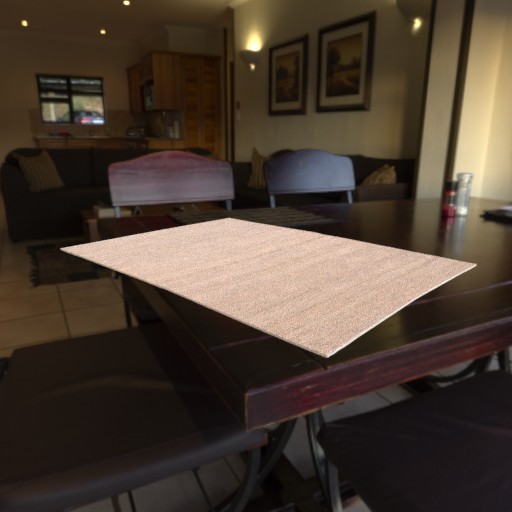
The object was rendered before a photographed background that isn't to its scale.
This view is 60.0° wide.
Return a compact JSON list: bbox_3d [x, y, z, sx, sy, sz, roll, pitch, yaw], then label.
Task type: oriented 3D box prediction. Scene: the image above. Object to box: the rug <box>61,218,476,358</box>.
[{"bbox_3d":[0.000,0.000,2.929,2.264,0.030,1.624,14,21,42],"label":"rug"}]
